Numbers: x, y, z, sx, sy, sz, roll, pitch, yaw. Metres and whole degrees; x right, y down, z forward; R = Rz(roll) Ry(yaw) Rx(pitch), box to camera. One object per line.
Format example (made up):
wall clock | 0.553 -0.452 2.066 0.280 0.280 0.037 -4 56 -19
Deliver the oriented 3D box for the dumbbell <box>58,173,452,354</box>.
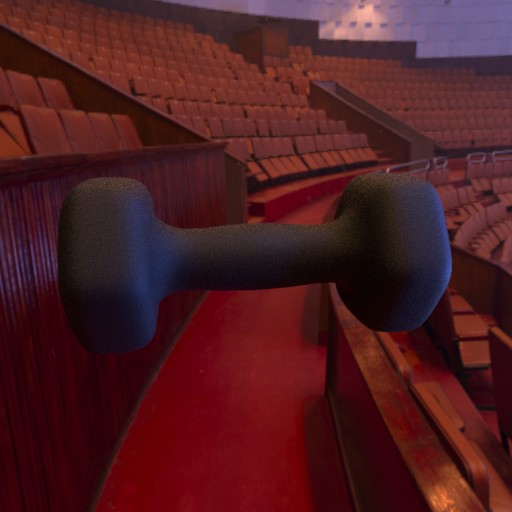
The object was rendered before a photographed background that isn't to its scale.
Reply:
dumbbell | 0.000 0.000 0.287 0.231 0.101 0.112 -2 16 -9
